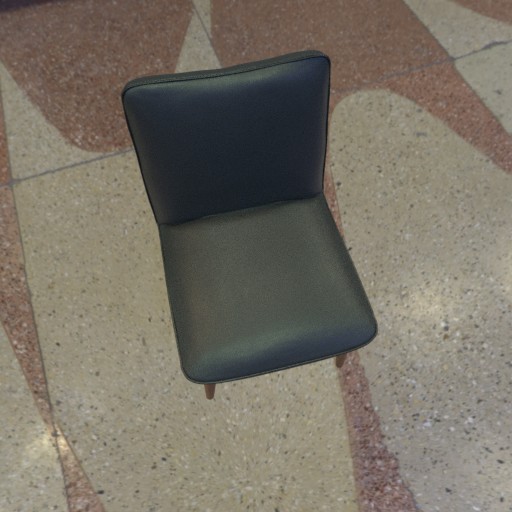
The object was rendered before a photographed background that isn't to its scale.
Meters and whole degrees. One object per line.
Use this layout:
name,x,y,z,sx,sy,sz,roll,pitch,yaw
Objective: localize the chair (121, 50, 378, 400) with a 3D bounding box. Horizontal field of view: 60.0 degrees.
chair,0.000,0.000,1.219,0.543,0.801,0.645,-16,64,-8
